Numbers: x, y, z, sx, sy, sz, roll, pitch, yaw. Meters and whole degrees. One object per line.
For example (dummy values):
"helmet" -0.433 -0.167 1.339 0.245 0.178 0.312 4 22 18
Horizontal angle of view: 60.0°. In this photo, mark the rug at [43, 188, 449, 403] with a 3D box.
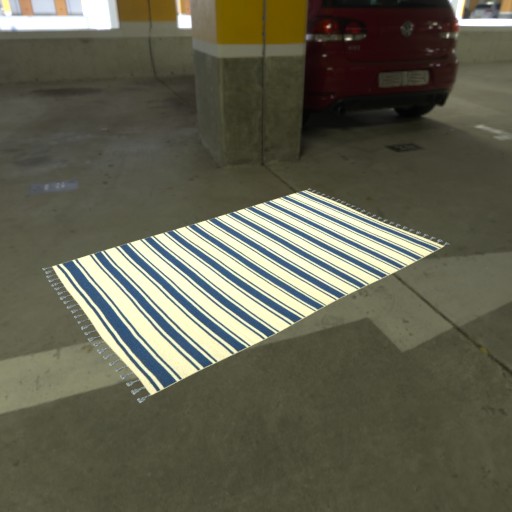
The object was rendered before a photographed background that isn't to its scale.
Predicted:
"rug" 0.000 0.000 2.625 2.108 0.009 1.248 -21 35 -33
